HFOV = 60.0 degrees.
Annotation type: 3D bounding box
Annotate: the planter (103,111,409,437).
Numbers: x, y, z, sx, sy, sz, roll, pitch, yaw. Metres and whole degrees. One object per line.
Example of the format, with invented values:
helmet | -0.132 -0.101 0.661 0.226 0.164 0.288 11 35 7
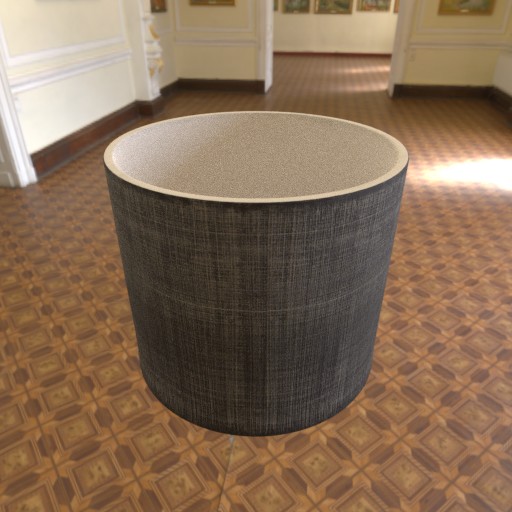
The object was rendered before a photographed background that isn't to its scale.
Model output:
planter | 0.000 0.000 0.308 0.178 0.157 0.178 0 30 0
